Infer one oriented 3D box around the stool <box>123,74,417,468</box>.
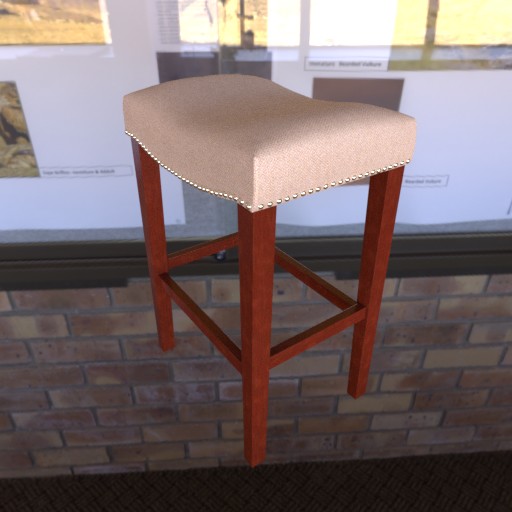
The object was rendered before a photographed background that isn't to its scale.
[{"bbox_3d":[0.000,0.000,1.047,0.372,0.742,0.504,-20,37,-30],"label":"stool"}]
